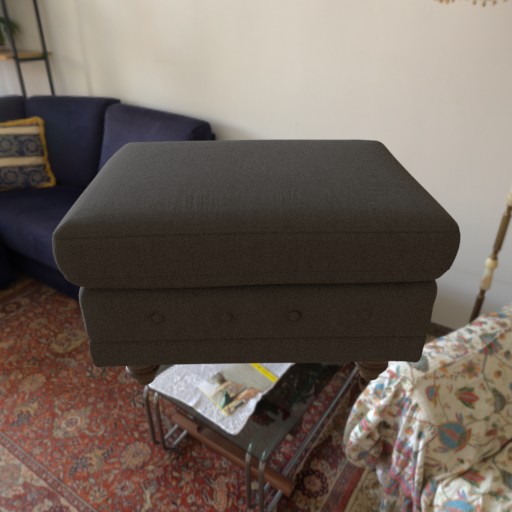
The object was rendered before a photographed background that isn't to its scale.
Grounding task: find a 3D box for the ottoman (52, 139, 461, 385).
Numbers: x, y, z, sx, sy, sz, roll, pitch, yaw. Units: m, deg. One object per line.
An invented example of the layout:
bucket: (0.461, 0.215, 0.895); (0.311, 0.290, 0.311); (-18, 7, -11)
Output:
ottoman: (0.000, 0.000, 1.139); (0.771, 0.500, 0.569); (-1, 30, -1)
